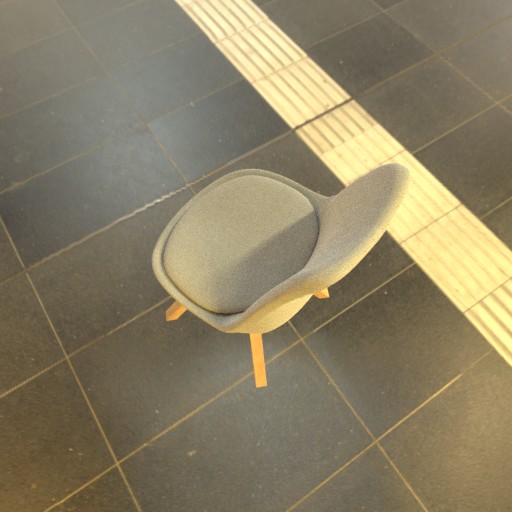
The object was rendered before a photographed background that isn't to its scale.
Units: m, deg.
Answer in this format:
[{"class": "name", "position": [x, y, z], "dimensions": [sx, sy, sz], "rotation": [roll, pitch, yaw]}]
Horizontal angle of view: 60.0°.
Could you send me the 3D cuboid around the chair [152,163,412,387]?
[{"class": "chair", "position": [0.000, 0.000, 1.209], "dimensions": [0.549, 0.863, 0.474], "rotation": [34, 68, 16]}]
